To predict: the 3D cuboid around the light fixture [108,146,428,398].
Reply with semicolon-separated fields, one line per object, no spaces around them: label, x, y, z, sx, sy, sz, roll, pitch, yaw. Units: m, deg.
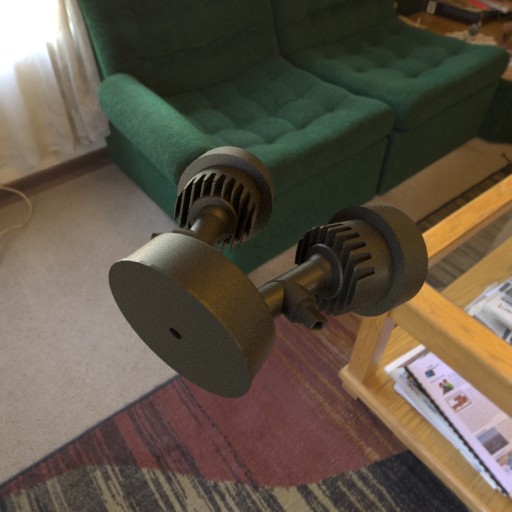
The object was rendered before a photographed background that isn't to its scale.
light fixture;0.000;0.000;0.314;0.213;0.120;0.168;26;52;23
